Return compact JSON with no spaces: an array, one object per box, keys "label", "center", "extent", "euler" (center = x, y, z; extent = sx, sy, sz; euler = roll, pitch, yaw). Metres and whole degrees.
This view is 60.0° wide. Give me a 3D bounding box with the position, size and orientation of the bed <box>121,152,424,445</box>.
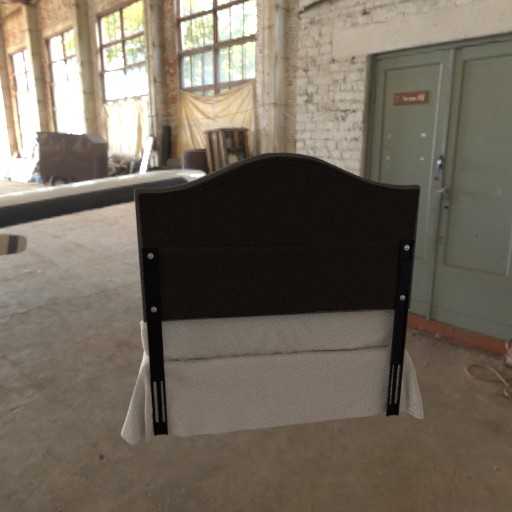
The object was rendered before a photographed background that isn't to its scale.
[{"label":"bed","center":[0.000,0.000,3.528],"extent":[1.876,1.645,2.221],"euler":[-2,14,-7]}]
